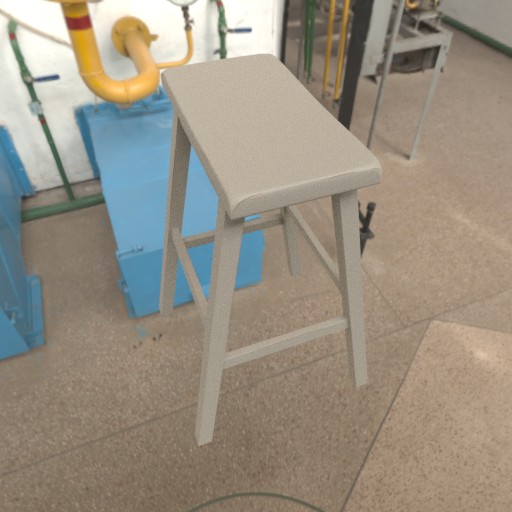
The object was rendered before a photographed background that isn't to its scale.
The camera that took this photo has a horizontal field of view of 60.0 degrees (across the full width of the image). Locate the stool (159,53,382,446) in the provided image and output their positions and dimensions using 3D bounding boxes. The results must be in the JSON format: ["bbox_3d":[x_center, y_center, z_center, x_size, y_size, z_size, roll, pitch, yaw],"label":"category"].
[{"bbox_3d":[0.000,0.000,1.034,0.476,0.737,0.457,-15,48,-14],"label":"stool"}]
